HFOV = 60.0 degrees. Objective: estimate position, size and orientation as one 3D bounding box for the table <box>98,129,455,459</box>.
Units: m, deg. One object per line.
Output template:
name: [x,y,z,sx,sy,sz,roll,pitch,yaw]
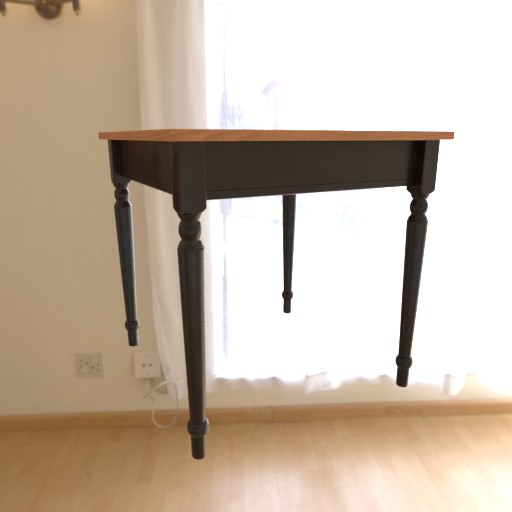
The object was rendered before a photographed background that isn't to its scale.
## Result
table: [0.000,0.000,1.367,0.747,0.738,0.747,-8,17,-27]
